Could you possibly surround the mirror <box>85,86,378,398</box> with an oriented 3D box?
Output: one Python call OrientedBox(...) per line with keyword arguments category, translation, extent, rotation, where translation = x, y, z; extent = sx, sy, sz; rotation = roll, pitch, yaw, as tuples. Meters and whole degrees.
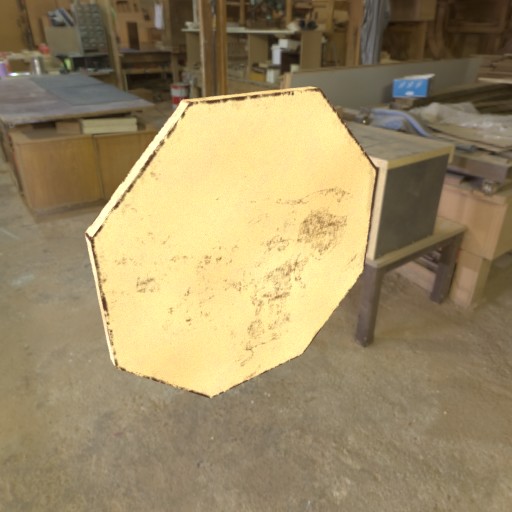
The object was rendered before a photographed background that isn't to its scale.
OrientedBox(category="mirror", translation=(0.000, 0.000, 0.929), extent=(0.648, 0.648, 0.031), rotation=(-18, 33, -29))
